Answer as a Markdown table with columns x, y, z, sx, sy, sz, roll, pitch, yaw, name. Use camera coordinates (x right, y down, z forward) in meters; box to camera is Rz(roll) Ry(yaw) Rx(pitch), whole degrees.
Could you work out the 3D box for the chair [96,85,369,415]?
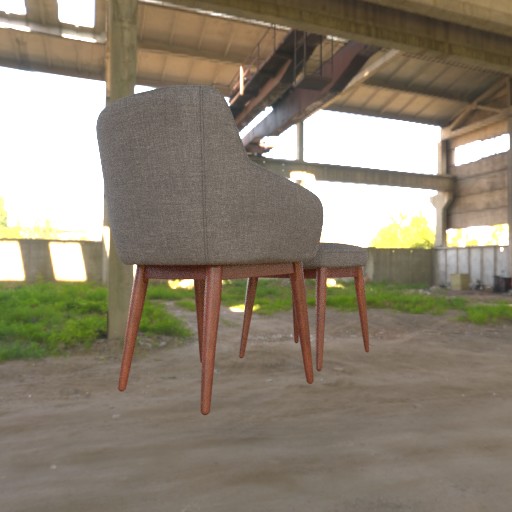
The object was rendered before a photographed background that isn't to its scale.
| x | y | z | sx | sy | sz | roll | pitch | yaw | name |
| --- | --- | --- | --- | --- | --- | --- | --- | --- | --- |
| 0.000 | 0.000 | 1.542 | 0.584 | 0.799 | 1.107 | -1 | -1 | 37 | chair |
